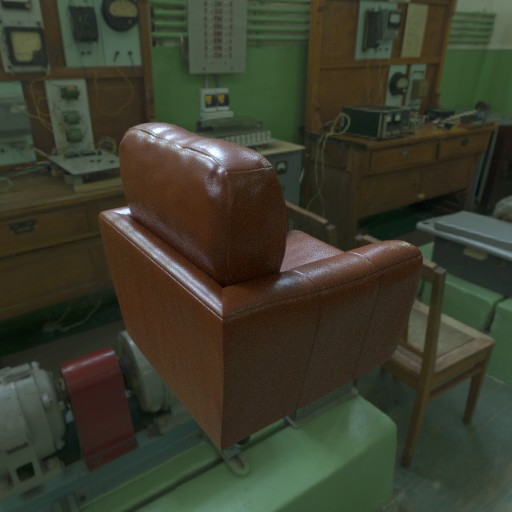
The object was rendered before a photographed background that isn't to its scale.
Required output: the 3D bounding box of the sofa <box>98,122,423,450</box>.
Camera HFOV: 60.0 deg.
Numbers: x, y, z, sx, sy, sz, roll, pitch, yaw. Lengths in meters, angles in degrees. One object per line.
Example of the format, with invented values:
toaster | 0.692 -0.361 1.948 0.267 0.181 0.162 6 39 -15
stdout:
sofa | 0.000 0.000 1.506 0.789 0.876 0.836 -18 31 -32
